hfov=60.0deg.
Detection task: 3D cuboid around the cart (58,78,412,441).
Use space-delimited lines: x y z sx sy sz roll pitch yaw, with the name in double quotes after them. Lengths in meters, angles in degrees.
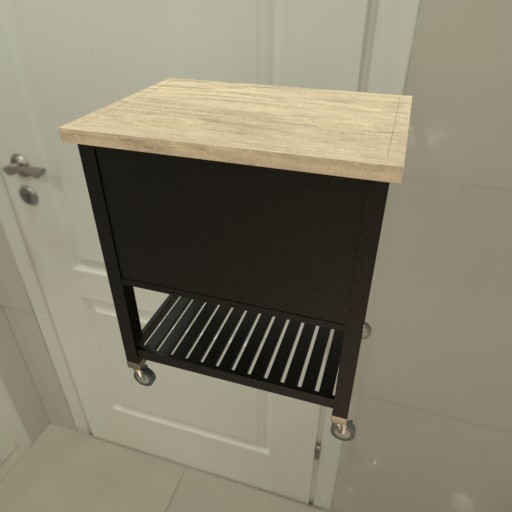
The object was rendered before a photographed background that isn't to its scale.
0.000 0.000 1.421 0.797 0.920 0.567 10 35 15 "cart"
